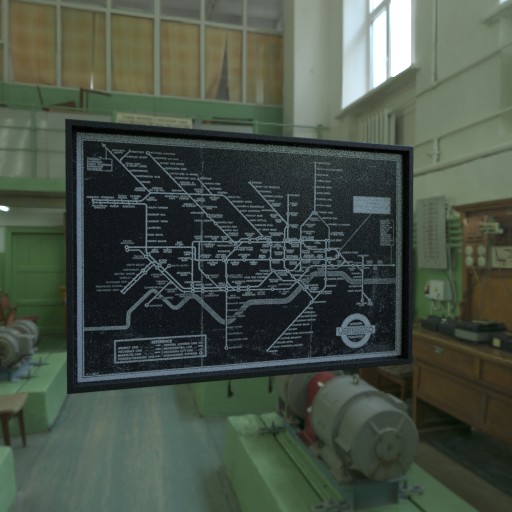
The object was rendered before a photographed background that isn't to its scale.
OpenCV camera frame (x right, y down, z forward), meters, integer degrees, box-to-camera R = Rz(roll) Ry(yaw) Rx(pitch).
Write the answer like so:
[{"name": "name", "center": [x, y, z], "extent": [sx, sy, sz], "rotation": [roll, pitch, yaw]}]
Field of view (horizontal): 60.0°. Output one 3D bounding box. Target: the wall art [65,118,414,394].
[{"name": "wall art", "center": [0.000, 0.000, 0.853], "extent": [0.671, 0.456, 0.051], "rotation": [0, 1, -17]}]
